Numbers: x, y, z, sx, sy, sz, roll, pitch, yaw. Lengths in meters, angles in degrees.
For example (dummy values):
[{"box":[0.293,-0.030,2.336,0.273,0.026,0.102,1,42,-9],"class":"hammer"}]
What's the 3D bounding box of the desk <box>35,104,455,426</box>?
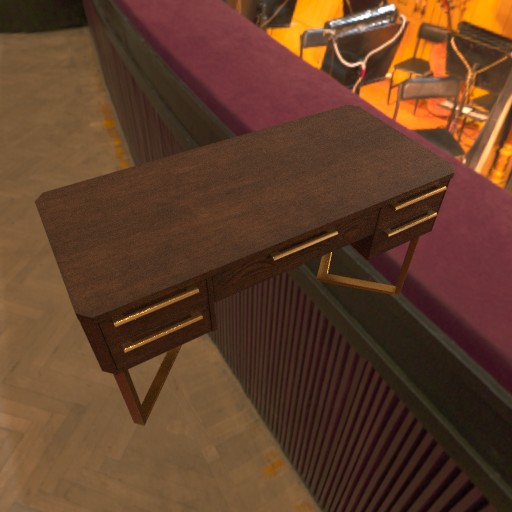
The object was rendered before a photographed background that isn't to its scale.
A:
[{"box":[0.000,0.000,1.929,1.479,0.762,0.684,-22,49,-21],"class":"desk"}]
